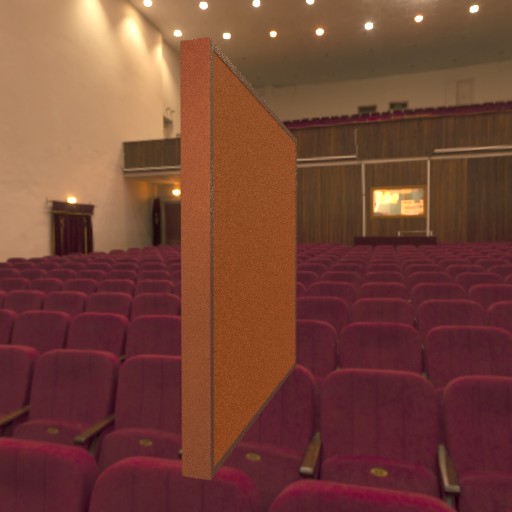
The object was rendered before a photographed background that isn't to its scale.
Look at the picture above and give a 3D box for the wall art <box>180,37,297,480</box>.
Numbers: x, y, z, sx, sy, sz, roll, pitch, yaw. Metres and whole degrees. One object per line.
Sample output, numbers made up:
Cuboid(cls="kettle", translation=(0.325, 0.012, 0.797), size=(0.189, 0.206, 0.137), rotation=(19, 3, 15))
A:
Cuboid(cls="wall art", translation=(0.000, 0.000, 0.518), size=(0.028, 0.349, 0.349), rotation=(0, 1, 16))
